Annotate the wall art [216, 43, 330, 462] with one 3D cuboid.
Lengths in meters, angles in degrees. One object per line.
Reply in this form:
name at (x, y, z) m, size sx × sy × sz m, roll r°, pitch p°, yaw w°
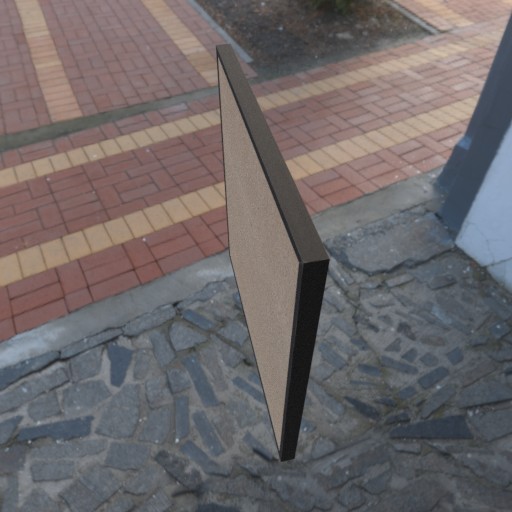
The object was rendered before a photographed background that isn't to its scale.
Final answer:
wall art at (0.000, 0.000, 1.133) m, size 0.038 × 0.762 × 0.762 m, roll -9°, pitch 47°, yaw -9°
